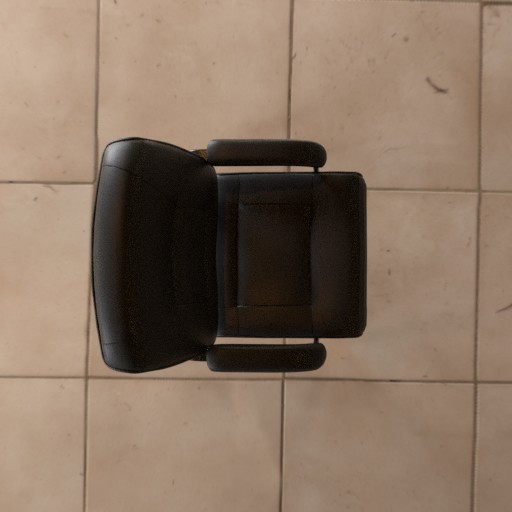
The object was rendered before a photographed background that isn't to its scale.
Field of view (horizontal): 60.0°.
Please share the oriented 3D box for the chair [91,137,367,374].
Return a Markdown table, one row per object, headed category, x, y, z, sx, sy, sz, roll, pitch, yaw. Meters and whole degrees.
| category | x | y | z | sx | sy | sz | roll | pitch | yaw |
| --- | --- | --- | --- | --- | --- | --- | --- | --- | --- |
| chair | 0.000 | 0.000 | 1.303 | 0.668 | 0.910 | 0.591 | 0 | 90 | -2 |
